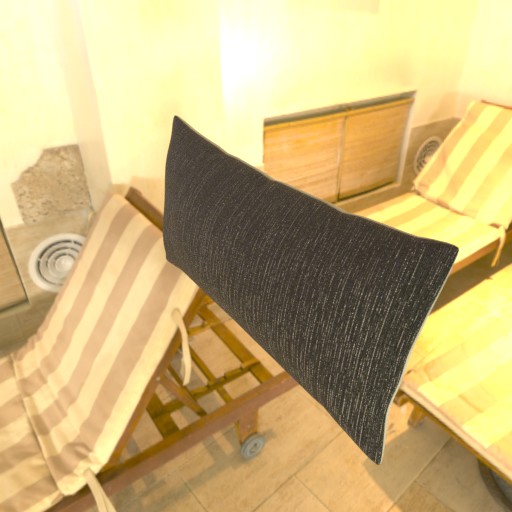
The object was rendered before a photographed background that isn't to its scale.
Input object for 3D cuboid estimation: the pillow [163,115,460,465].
[{"bbox_3d":[0.000,0.000,0.706,0.156,0.305,0.608,-21,38,-30],"label":"pillow"}]
